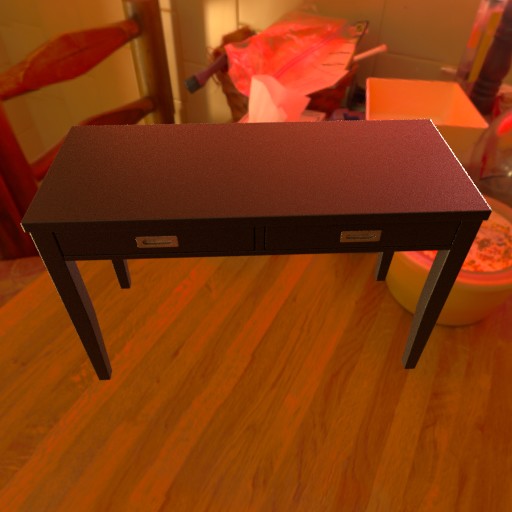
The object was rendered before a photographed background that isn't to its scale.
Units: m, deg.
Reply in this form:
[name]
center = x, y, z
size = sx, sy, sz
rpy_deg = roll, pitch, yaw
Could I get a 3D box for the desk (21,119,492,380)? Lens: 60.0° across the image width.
[desk]
center = 0.000, 0.000, 1.593
size = 1.220, 0.775, 0.508
rpy_deg = -2, 44, -2
